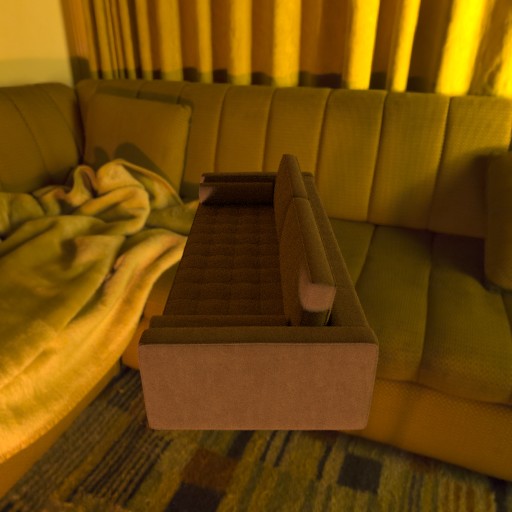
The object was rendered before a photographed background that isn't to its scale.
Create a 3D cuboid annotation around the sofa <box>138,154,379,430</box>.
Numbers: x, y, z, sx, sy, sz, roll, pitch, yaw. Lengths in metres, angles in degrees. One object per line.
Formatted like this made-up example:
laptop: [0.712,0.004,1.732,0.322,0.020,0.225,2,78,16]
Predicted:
sofa: [0.000,0.000,2.661,0.919,0.770,2.200,0,27,0]
